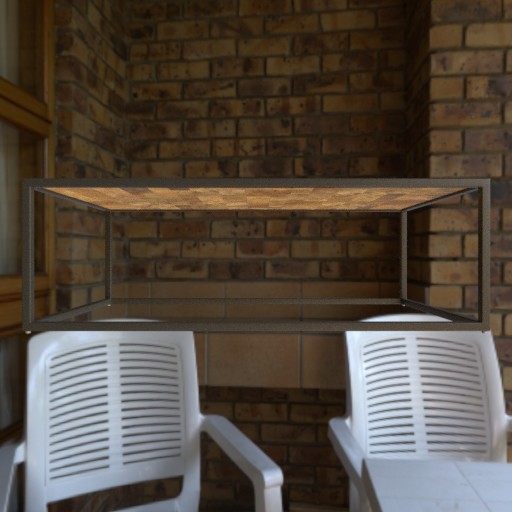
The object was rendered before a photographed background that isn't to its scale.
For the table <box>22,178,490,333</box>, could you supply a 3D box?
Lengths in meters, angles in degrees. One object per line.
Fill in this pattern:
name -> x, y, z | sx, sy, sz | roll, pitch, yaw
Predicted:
table -> 0.000, 0.000, 1.457 | 1.199, 0.398, 0.649 | 0, 0, 0
